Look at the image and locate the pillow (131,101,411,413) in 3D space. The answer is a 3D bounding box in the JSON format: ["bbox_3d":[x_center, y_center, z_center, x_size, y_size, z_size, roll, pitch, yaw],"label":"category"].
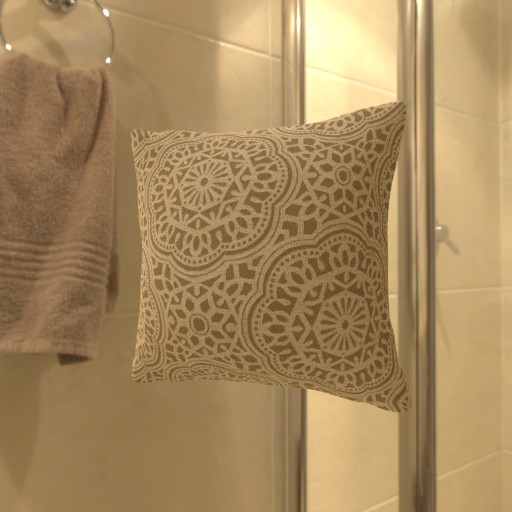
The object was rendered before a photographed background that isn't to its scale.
[{"bbox_3d":[0.000,0.000,0.663,0.438,0.421,0.167,0,-1,19],"label":"pillow"}]
